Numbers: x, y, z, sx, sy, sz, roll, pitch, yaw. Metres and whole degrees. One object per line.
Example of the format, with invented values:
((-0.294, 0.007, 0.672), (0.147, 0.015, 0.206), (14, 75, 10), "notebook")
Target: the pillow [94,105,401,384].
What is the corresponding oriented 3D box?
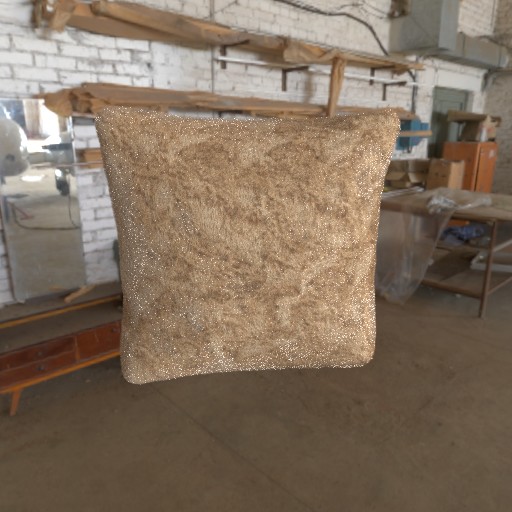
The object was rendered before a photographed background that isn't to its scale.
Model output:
((0.000, 0.000, 0.817), (0.538, 0.525, 0.216), (-2, 16, -7), "pillow")
